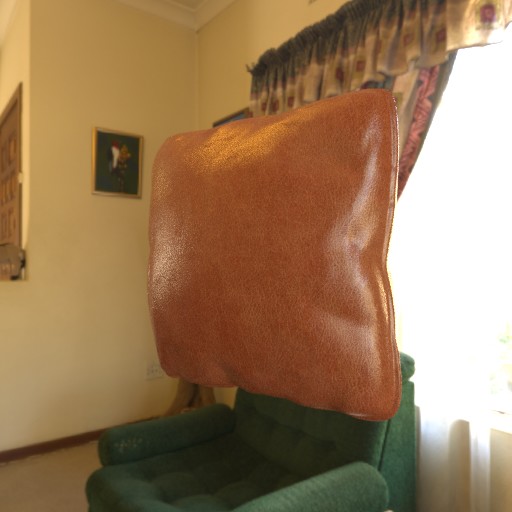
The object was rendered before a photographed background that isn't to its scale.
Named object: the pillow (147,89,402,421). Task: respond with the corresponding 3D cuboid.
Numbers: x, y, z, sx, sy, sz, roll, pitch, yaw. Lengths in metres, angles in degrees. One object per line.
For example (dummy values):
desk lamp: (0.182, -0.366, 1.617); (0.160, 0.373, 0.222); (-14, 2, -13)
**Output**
pillow: (0.000, 0.000, 0.815); (0.532, 0.523, 0.236); (0, 0, 37)
